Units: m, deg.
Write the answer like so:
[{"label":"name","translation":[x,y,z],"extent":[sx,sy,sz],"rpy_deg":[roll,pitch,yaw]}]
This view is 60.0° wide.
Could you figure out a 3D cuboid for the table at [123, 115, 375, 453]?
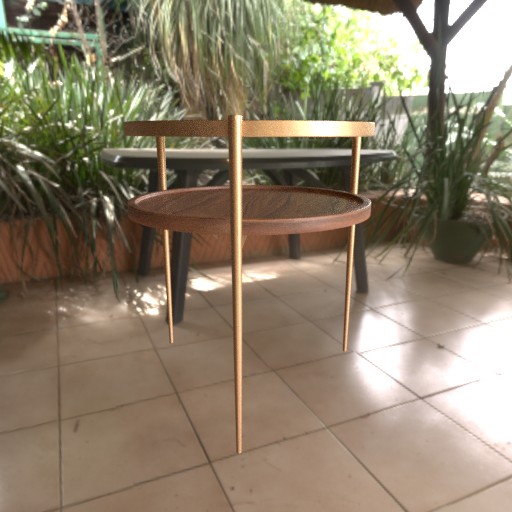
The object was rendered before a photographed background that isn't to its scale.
[{"label":"table","translation":[0.000,0.000,0.841],"extent":[0.456,0.493,0.430],"rpy_deg":[-7,17,-24]}]
